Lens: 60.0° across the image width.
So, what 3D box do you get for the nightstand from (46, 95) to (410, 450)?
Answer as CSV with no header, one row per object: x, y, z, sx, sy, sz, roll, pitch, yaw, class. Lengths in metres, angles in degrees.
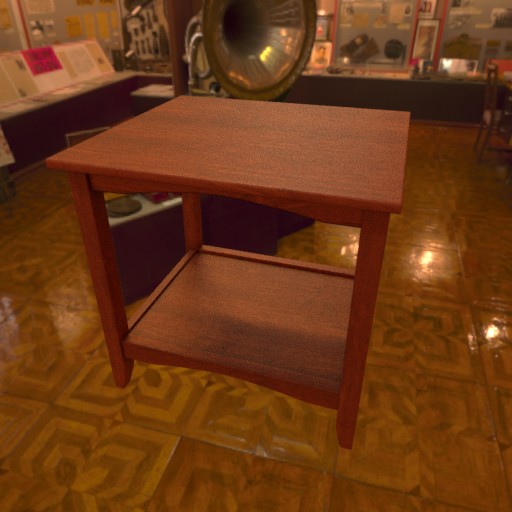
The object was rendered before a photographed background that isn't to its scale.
0.000,0.000,0.994,0.558,0.558,0.501,9,33,15,nightstand
